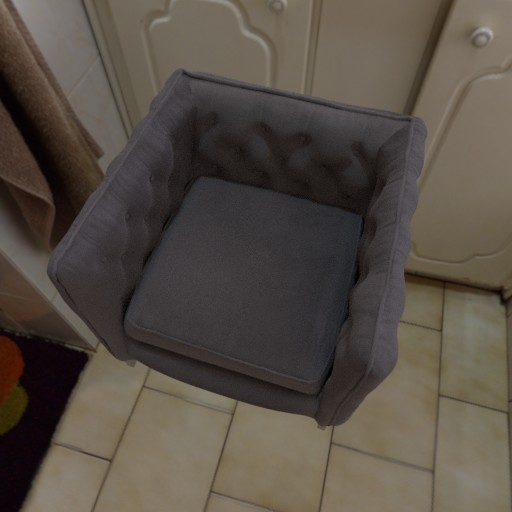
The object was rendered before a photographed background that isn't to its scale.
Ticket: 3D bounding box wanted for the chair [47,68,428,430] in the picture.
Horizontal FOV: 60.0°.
[{"bbox_3d":[0.000,0.000,1.599,0.946,0.807,0.913,15,59,9],"label":"chair"}]
